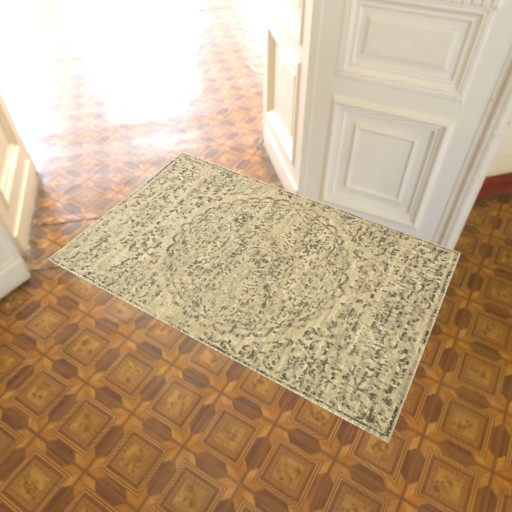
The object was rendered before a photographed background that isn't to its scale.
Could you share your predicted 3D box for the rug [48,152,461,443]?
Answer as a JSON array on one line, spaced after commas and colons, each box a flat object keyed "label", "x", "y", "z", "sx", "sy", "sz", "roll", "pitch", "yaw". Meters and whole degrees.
[{"label": "rug", "x": 0.000, "y": 0.000, "z": 3.093, "sx": 2.447, "sy": 0.021, "sz": 1.527, "roll": 23, "pitch": 51, "yaw": 20}]
